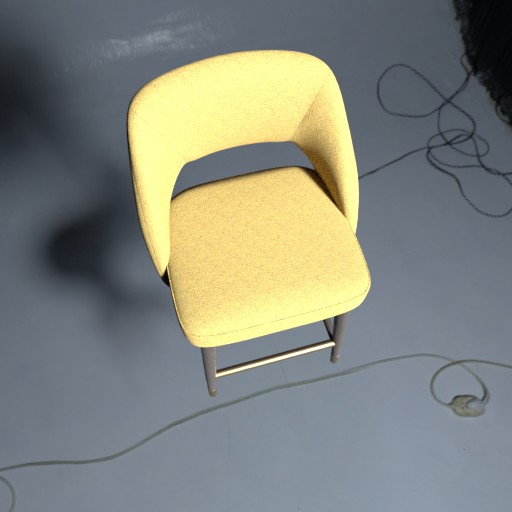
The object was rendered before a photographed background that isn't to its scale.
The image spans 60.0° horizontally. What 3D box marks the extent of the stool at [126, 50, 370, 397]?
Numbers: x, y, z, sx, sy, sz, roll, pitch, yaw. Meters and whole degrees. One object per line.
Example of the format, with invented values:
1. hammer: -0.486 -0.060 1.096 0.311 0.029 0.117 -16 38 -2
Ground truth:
1. stool: 0.000 0.000 1.237 0.536 0.939 0.522 -14 65 -7
